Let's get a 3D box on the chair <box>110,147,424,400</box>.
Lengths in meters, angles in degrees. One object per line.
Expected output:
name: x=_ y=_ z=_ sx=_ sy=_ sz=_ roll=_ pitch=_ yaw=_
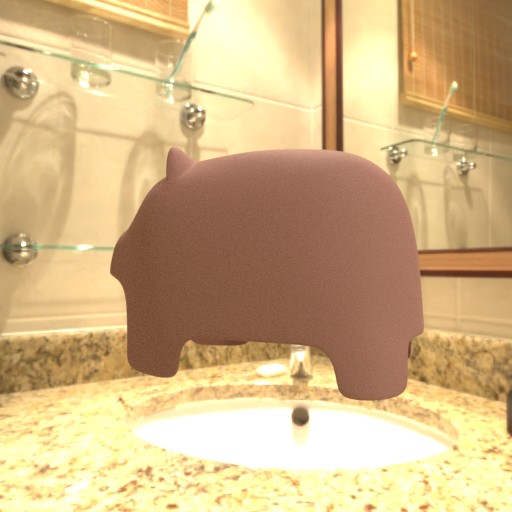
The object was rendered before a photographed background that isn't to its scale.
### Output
chair: x=0.000 y=0.000 z=0.876 sx=0.619 sy=0.423 sz=0.364 roll=0 pitch=-1 yaw=21
